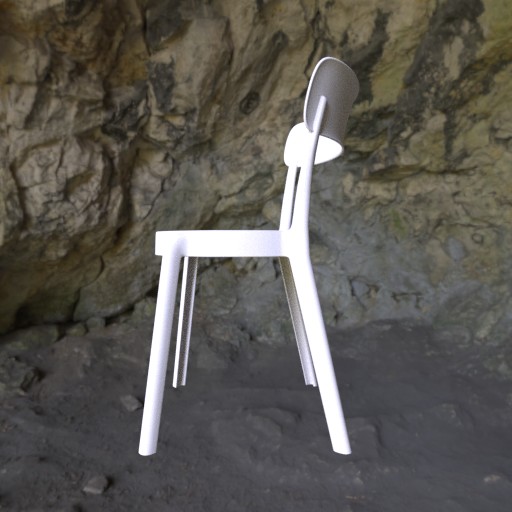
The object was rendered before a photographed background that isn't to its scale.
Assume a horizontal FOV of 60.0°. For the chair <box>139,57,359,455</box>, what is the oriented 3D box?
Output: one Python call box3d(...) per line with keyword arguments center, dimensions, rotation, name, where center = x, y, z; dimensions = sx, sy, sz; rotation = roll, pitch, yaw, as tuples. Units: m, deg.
box3d(center=(0.000, 0.000, 1.110), dimensions=(0.491, 0.790, 0.506), rotation=(0, 2, -1), name="chair")
